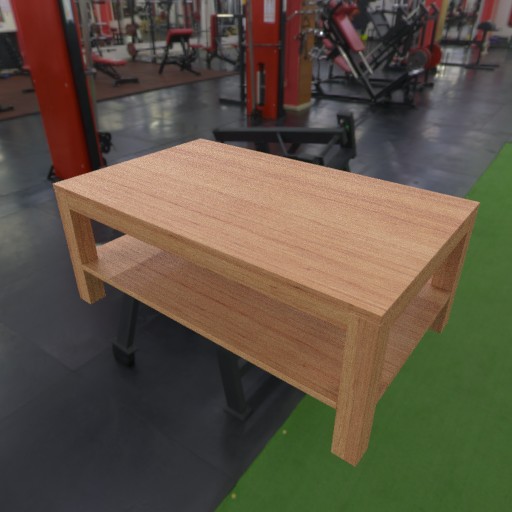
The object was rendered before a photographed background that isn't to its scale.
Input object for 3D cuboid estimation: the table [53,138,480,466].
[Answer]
[{"bbox_3d":[0.000,0.000,1.497,1.146,0.457,0.695,21,36,32],"label":"table"}]
